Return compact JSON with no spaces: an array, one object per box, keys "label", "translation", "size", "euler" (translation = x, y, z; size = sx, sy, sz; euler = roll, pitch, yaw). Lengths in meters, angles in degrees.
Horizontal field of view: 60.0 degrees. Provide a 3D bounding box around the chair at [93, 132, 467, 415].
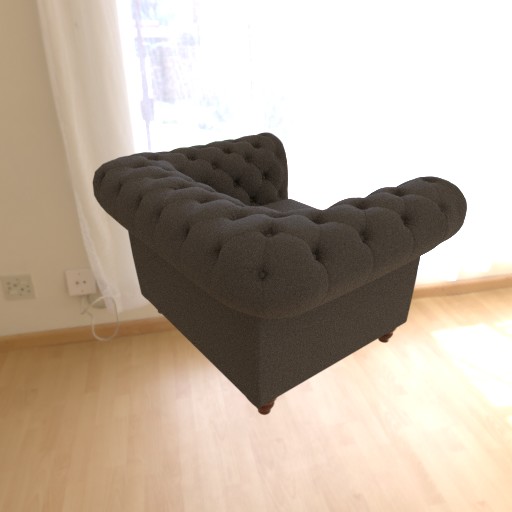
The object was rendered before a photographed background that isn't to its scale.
[{"label":"chair","translation":[0.000,0.000,1.882],"size":[0.976,0.770,1.270],"euler":[-19,33,-33]}]
